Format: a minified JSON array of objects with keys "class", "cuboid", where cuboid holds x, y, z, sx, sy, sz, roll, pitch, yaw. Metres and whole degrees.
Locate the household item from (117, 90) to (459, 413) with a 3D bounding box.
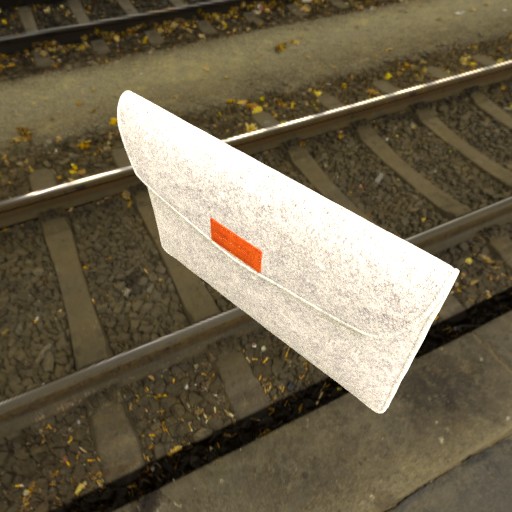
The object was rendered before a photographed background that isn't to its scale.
[{"class":"household item","cuboid":[0.000,0.000,0.428,0.335,0.221,0.057,34,56,27]}]
